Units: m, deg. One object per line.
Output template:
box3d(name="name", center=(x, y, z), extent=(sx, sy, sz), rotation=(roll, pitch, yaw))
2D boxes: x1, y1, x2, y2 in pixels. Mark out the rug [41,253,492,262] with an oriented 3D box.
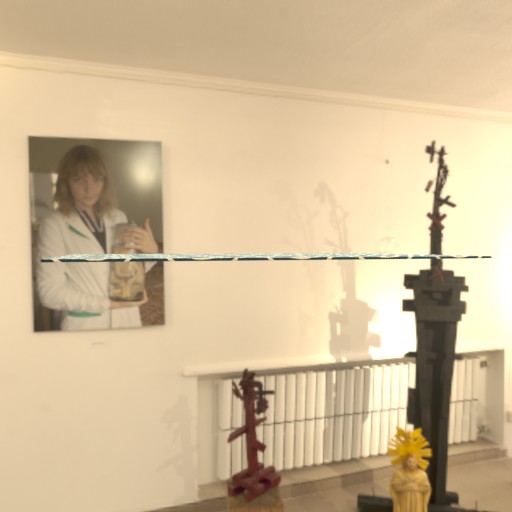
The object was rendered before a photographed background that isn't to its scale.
box3d(name="rug", center=(0.000, 0.000, 2.163), extent=(1.753, 0.010, 1.143), rotation=(0, 1, -18))
